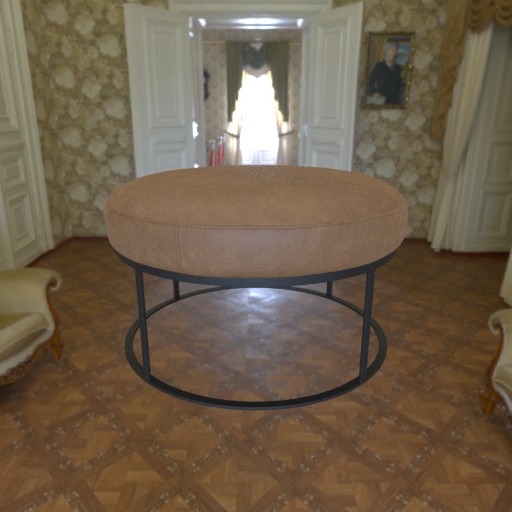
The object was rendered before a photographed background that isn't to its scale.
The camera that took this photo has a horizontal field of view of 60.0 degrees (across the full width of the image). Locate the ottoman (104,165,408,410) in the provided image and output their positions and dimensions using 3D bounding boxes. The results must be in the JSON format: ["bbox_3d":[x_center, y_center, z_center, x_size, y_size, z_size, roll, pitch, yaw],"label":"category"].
[{"bbox_3d":[0.000,0.000,1.225,0.771,0.460,0.771,0,17,0],"label":"ottoman"}]
